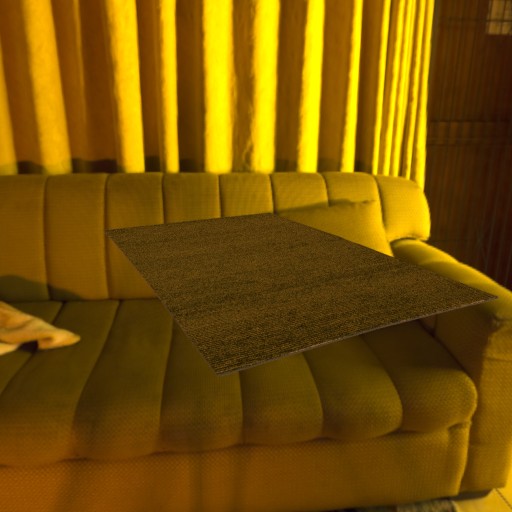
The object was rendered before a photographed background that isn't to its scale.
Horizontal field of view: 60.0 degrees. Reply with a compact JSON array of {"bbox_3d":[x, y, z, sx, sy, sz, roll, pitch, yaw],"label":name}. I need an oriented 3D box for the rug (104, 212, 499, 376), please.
[{"bbox_3d":[0.000,0.000,2.156,1.145,0.021,1.777,-9,19,-26],"label":"rug"}]
